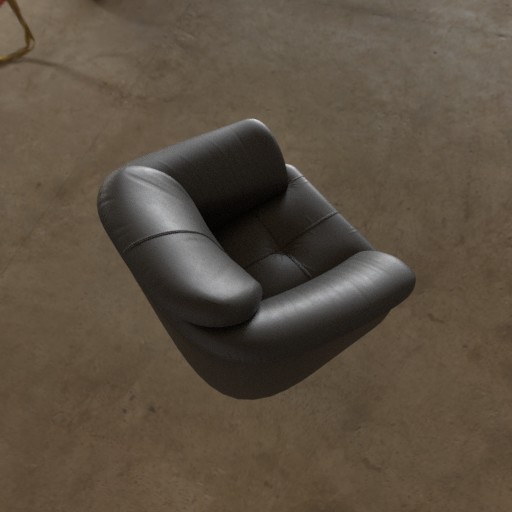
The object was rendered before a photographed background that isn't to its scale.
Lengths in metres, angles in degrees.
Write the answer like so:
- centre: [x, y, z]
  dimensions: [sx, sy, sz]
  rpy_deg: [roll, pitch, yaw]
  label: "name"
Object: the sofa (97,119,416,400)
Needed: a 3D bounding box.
- centre: [0.000, 0.000, 1.515]
  dimensions: [0.794, 0.811, 0.870]
  rpy_deg: [-31, 64, -17]
  label: "sofa"
